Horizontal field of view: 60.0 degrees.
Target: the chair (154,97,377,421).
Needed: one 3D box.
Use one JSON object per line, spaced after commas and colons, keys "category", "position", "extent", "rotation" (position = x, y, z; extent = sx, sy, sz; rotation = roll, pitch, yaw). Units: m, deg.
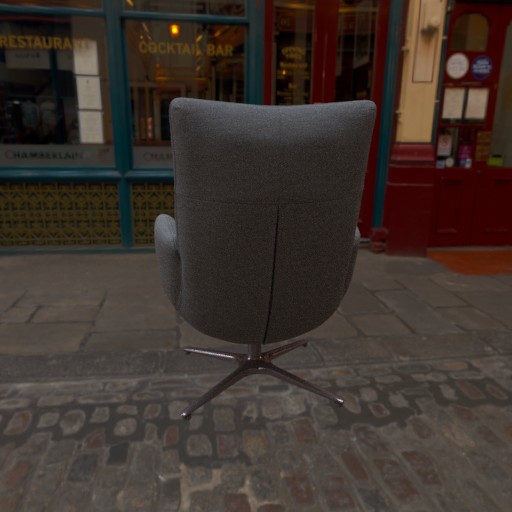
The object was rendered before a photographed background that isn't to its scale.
{"category": "chair", "position": [0.000, 0.000, 1.566], "extent": [0.702, 0.984, 0.831], "rotation": [-2, 14, -8]}
